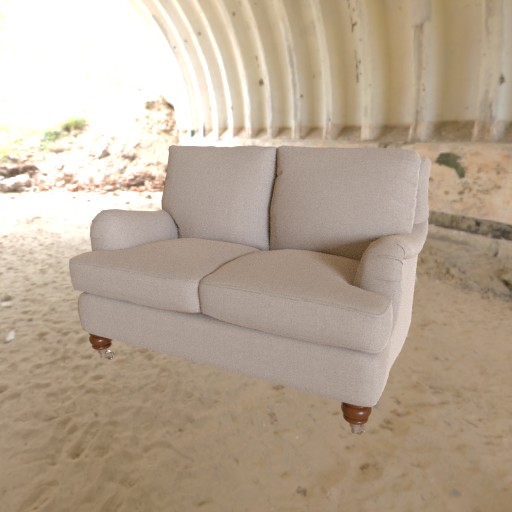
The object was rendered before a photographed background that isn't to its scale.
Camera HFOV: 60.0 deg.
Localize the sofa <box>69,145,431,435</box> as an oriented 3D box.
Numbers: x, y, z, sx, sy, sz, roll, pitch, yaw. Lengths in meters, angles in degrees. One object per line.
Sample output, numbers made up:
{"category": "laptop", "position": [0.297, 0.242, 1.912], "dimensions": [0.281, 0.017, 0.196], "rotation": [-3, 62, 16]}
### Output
{"category": "sofa", "position": [0.000, 0.000, 2.192], "dimensions": [1.508, 1.048, 1.087], "rotation": [8, 18, 26]}
